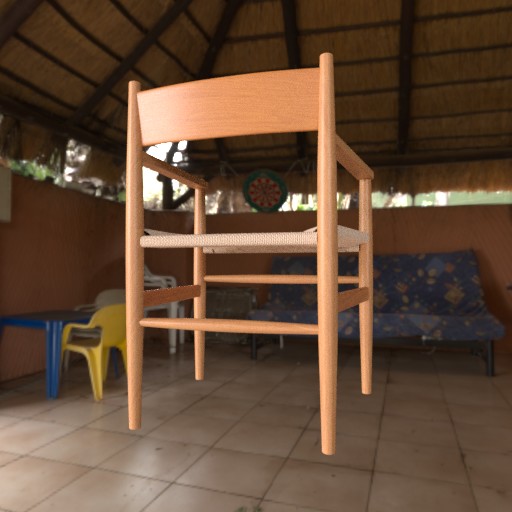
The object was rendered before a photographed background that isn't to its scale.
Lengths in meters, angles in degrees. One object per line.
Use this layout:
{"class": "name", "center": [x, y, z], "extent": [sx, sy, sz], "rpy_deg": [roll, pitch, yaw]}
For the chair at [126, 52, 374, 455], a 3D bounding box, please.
{"class": "chair", "center": [0.000, 0.000, 1.119], "extent": [0.556, 0.762, 0.495], "rpy_deg": [0, -1, 18]}
